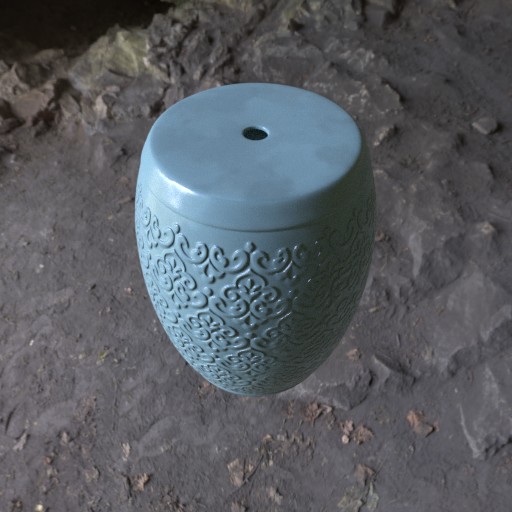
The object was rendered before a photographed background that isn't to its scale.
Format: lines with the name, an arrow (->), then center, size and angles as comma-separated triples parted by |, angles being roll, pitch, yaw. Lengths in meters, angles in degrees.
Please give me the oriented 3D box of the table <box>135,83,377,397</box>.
table -> 0.000, 0.000, 0.622 | 0.309, 0.397, 0.309 | 0, 48, 0
